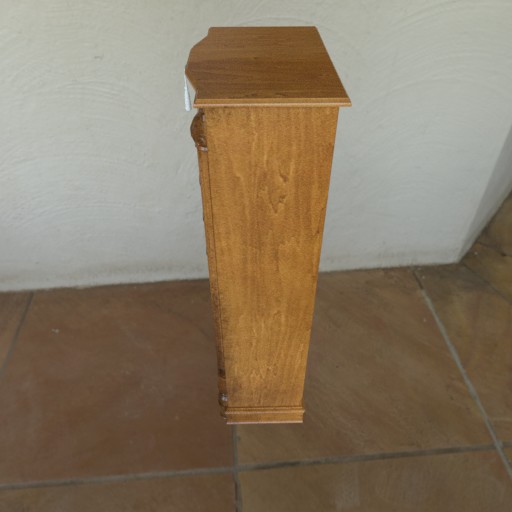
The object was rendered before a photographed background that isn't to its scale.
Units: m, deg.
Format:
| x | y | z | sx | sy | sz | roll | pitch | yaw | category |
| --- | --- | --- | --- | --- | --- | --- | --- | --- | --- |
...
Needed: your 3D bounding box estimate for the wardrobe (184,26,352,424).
| x | y | z | sx | sy | sz | roll | pitch | yaw | category |
| --- | --- | --- | --- | --- | --- | --- | --- | --- | --- |
| 0.000 | 0.000 | 1.115 | 0.273 | 0.959 | 0.406 | -1 | 41 | -1 | wardrobe |
